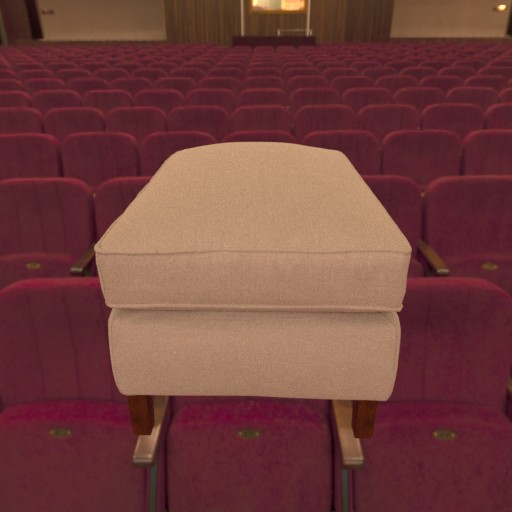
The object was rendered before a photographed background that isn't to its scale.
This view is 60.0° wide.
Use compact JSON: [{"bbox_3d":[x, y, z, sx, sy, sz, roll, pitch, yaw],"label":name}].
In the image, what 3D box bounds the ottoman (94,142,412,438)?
[{"bbox_3d":[0.000,0.000,0.986,0.501,0.456,0.665,0,25,1],"label":"ottoman"}]
